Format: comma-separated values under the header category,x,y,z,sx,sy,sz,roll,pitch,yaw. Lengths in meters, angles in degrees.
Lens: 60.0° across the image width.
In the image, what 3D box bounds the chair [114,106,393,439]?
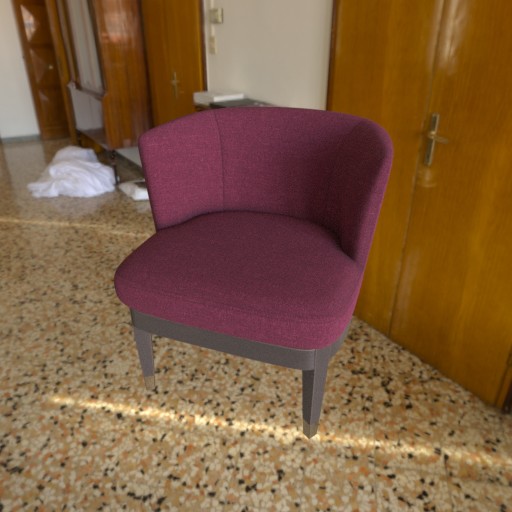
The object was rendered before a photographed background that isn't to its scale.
category,x,y,z,sx,sy,sz,roll,pitch,yaw
chair,0.000,0.000,1.315,0.700,0.760,0.660,10,28,19
